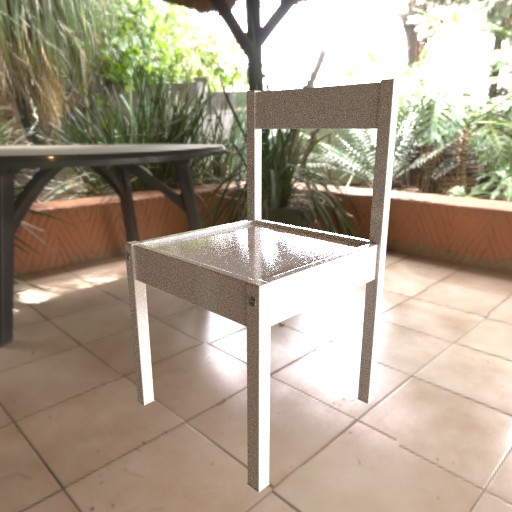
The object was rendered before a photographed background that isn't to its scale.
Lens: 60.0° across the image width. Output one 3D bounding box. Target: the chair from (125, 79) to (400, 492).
[{"bbox_3d":[0.000,0.000,0.679,0.285,0.505,0.285,15,22,42],"label":"chair"}]
